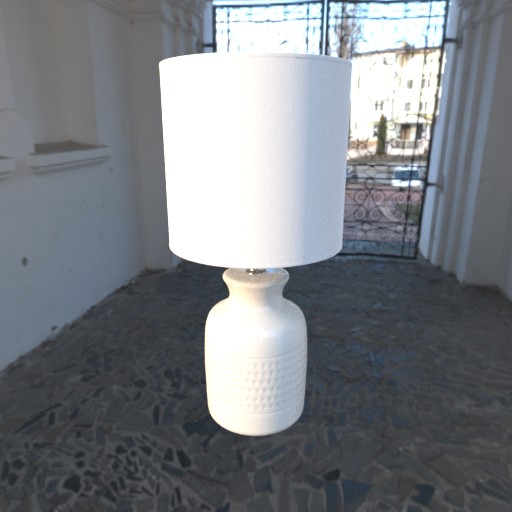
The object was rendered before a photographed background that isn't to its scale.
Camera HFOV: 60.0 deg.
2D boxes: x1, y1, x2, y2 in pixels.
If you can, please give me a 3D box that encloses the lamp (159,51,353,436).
[{"bbox_3d":[0.000,0.000,0.495,0.188,0.392,0.188,8,18,24],"label":"lamp"}]
